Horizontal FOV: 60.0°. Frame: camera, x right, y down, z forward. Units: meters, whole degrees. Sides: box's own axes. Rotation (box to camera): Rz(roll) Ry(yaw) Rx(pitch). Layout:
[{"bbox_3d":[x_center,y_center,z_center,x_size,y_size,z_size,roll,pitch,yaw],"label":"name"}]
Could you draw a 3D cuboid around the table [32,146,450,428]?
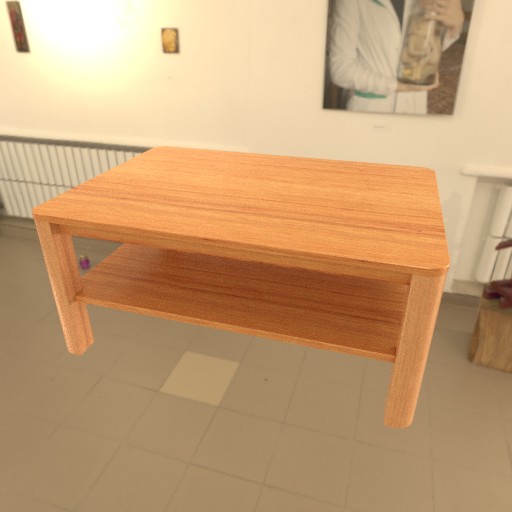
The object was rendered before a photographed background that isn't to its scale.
[{"bbox_3d":[0.000,0.000,1.373,0.997,0.445,0.696,8,29,15],"label":"table"}]
